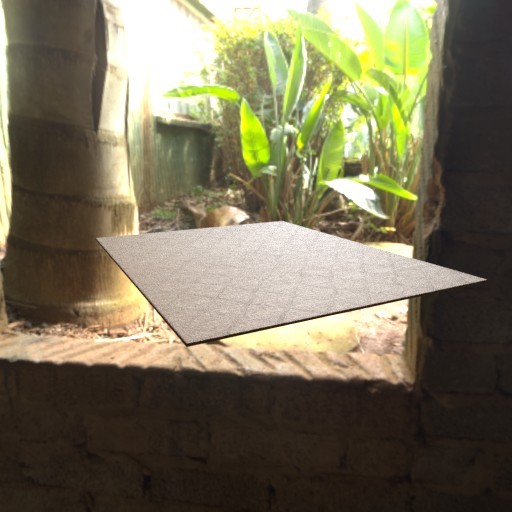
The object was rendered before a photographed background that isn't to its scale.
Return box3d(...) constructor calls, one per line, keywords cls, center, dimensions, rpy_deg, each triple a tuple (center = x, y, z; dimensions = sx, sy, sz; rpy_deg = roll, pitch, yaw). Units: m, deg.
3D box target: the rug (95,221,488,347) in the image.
box3d(cls="rug", center=(0.000, 0.000, 4.152), dimensions=(2.420, 0.019, 3.039), rpy_deg=(-7, 16, -27))
